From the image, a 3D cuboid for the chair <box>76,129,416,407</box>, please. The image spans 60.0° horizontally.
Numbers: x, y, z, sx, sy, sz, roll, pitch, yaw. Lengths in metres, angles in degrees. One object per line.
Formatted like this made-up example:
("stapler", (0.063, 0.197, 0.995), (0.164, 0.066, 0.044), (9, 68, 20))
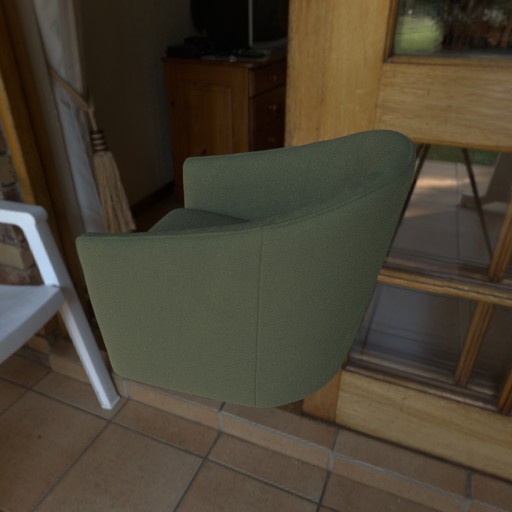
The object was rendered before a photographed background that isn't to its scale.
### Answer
("chair", (0.000, 0.000, 1.455), (0.875, 0.799, 0.747), (9, 32, 15))
